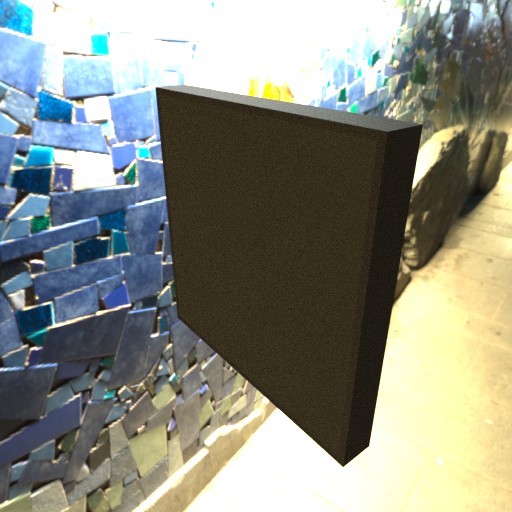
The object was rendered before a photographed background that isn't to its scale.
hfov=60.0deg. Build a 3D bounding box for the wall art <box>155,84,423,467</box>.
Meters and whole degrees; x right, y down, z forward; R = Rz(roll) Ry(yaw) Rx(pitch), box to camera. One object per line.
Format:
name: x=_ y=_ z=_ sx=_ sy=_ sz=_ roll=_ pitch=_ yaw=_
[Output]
wall art: x=0.000 y=0.000 z=0.455 sx=0.038 sy=0.303 sz=0.304 roll=-20 pitch=33 yaw=-34
